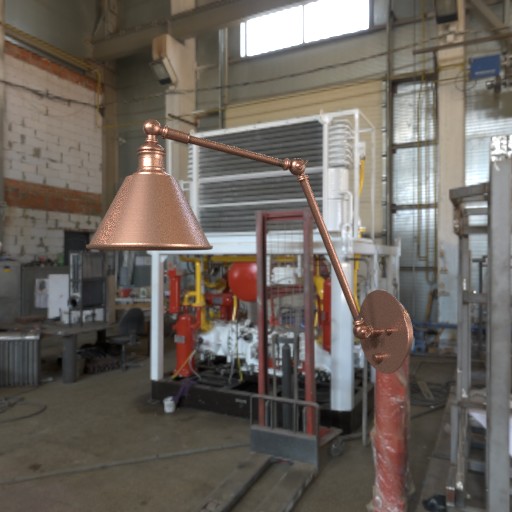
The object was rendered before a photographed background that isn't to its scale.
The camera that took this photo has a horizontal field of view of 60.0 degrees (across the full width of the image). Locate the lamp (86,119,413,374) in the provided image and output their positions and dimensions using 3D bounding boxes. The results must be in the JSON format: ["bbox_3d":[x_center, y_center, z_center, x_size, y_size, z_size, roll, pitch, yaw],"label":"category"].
[{"bbox_3d":[0.000,0.000,0.872,0.624,0.502,0.223,0,0,-18],"label":"lamp"}]
